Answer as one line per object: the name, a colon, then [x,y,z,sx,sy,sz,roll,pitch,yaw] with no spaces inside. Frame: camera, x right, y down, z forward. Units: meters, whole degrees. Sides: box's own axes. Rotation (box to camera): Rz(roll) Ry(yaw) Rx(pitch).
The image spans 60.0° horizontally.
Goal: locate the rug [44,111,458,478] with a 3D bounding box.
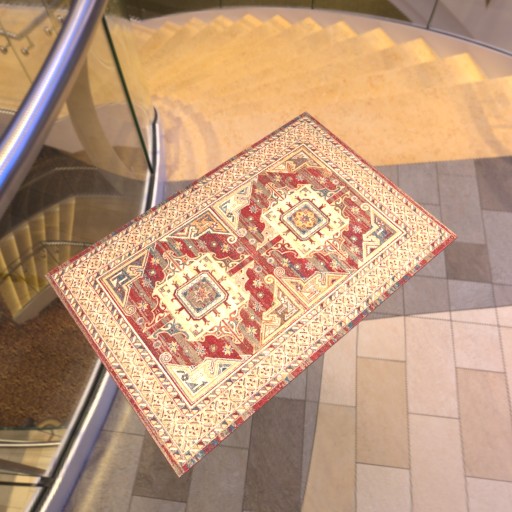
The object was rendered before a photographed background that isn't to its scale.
rug: [0.000,0.000,5.852,4.578,0.033,3.033,-36,67,-18]
